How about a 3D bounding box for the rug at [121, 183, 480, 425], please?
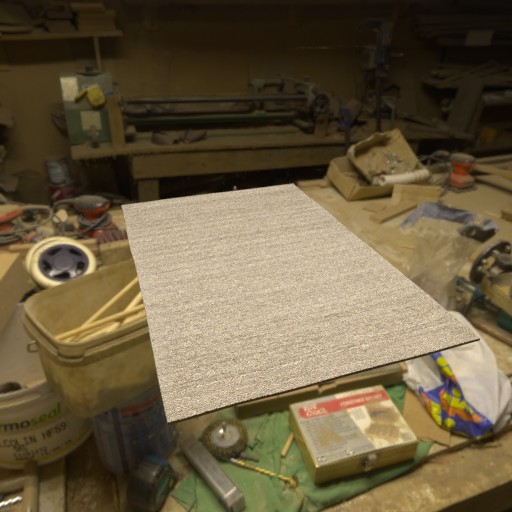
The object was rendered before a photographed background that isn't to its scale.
[{"bbox_3d":[0.000,0.000,2.890,1.532,0.018,2.297,-10,31,-17],"label":"rug"}]
